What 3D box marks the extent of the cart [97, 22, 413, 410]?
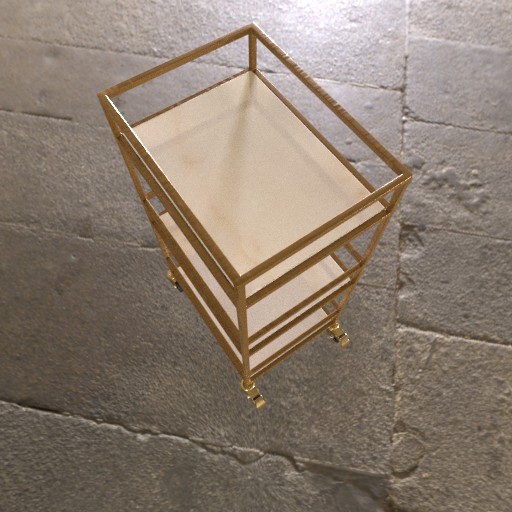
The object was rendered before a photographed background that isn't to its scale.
[{"bbox_3d":[0.000,0.000,1.003,0.332,0.761,0.483,-32,68,-15],"label":"cart"}]
